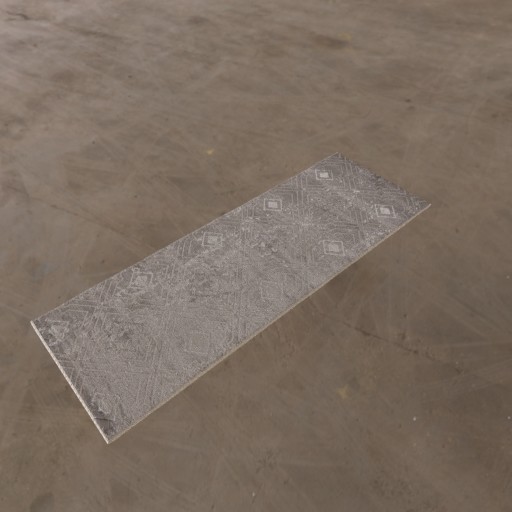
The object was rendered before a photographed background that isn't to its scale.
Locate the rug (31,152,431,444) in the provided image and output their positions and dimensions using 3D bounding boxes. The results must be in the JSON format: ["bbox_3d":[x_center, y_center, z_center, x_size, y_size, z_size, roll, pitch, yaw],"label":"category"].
[{"bbox_3d":[0.000,0.000,2.618,2.381,0.035,0.832,-32,54,-27],"label":"rug"}]
